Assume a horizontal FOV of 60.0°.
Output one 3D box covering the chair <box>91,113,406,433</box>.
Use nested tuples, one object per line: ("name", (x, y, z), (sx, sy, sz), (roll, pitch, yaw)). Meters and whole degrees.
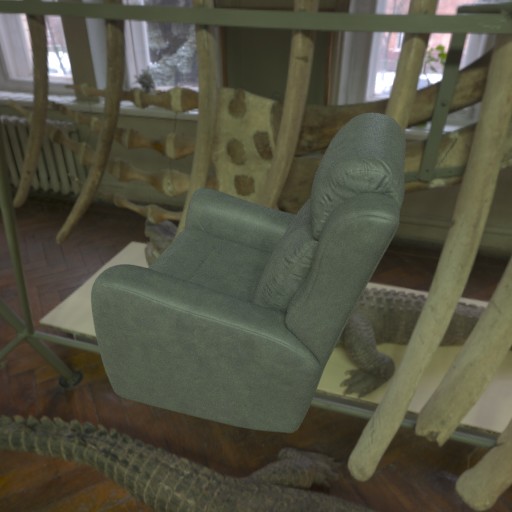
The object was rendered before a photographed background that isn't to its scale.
("chair", (0.000, 0.000, 1.875), (1.068, 1.116, 0.965), (9, 32, 15))
